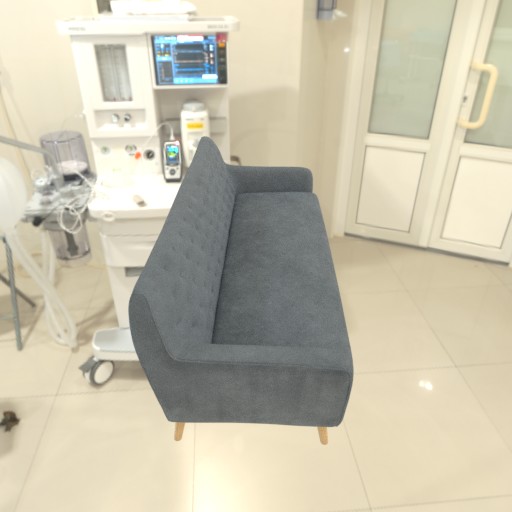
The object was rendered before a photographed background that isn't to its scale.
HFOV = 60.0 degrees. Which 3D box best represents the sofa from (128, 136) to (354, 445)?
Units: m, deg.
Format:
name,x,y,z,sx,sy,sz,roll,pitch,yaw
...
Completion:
name,x,y,z,sx,sy,sz,roll,pitch,yaw
sofa,0.000,0.000,2.478,0.841,0.832,1.975,1,32,1
